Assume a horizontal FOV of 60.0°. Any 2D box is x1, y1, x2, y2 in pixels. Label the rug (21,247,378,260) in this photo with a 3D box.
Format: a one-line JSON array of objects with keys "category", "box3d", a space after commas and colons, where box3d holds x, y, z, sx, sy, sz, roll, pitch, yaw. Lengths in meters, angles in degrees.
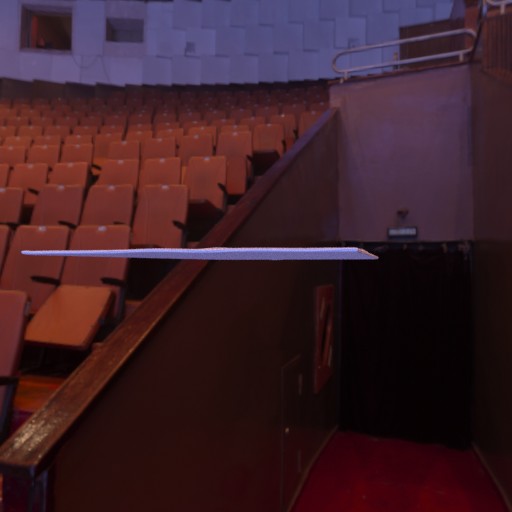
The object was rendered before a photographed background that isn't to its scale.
[{"category": "rug", "box3d": [0.000, 0.000, 2.981, 1.521, 0.034, 2.438, 0, -1, 17]}]
